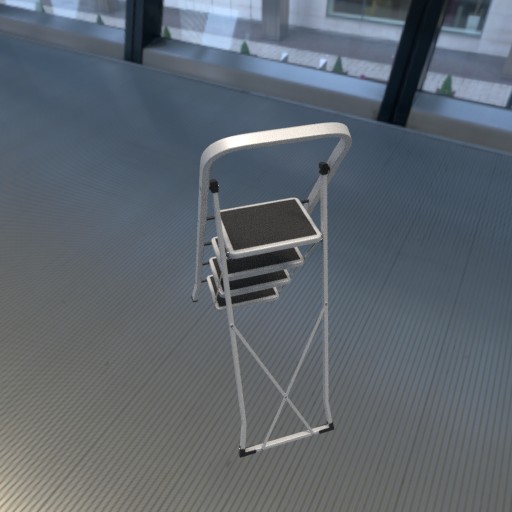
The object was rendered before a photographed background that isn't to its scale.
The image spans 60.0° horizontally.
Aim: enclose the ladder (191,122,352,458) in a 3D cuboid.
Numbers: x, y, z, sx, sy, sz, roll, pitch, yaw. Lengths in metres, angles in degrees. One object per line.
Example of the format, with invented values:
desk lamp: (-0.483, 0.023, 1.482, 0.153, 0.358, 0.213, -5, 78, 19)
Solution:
ladder: (0.000, 0.000, 1.703, 0.460, 1.265, 0.914, -11, 43, -12)
